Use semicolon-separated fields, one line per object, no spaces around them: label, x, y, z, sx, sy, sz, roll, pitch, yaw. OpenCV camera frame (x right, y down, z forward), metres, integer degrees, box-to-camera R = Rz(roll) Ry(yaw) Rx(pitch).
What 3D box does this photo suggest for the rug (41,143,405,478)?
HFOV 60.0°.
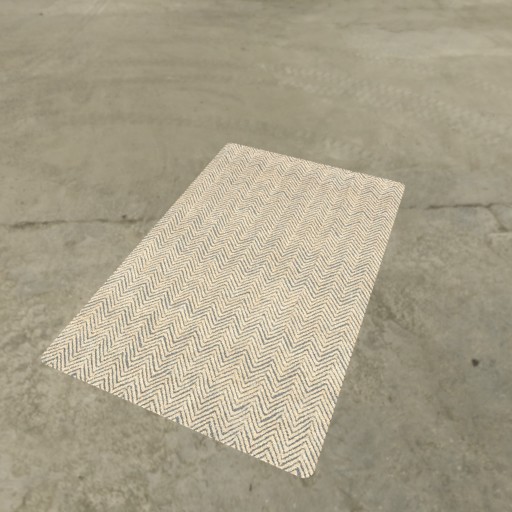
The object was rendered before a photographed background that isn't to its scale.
rug;0.000;0.000;2.169;1.144;0.008;1.752;17;48;16
